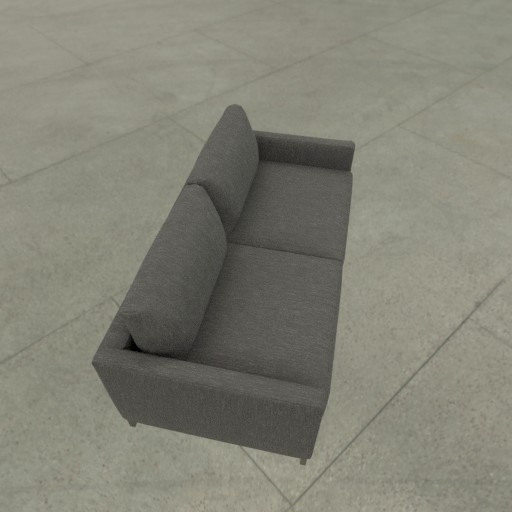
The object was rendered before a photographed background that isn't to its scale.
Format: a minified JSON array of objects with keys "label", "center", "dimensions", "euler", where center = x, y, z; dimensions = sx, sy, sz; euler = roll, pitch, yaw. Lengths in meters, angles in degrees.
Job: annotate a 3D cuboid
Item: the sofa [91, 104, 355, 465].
[{"label":"sofa","center":[0.000,0.000,2.228],"dimensions":[0.875,0.840,1.682],"euler":[9,48,8]}]
